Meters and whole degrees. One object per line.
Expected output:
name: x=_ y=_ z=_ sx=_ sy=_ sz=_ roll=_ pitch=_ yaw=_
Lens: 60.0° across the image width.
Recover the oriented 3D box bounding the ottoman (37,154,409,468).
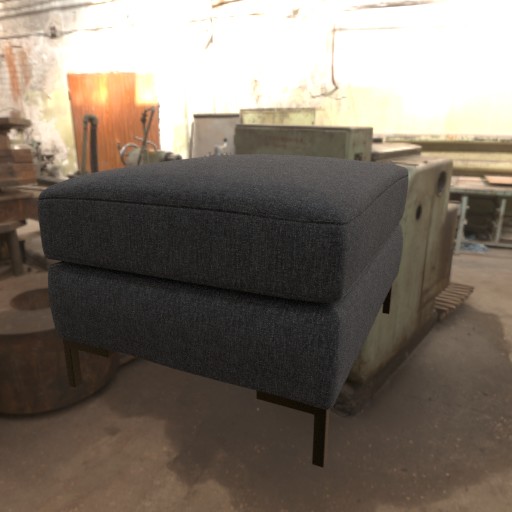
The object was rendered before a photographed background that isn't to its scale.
ottoman: x=0.000 y=0.000 z=1.227 sx=0.695 sy=0.533 sz=0.831 roll=8 pitch=18 yaw=24
